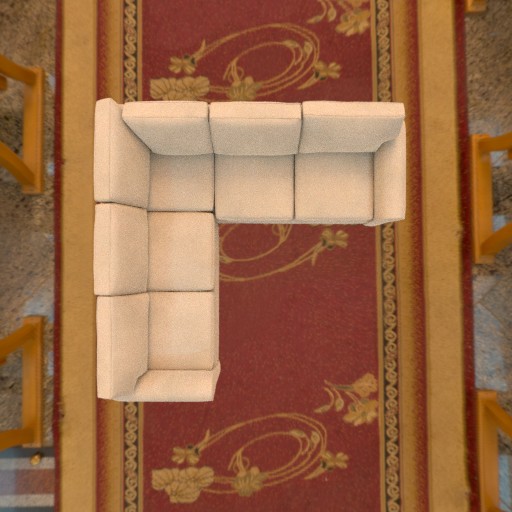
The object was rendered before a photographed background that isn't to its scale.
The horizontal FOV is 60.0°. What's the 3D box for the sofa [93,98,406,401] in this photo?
[{"bbox_3d":[0.000,0.000,3.893,2.569,1.054,2.487,0,89,0],"label":"sofa"}]
